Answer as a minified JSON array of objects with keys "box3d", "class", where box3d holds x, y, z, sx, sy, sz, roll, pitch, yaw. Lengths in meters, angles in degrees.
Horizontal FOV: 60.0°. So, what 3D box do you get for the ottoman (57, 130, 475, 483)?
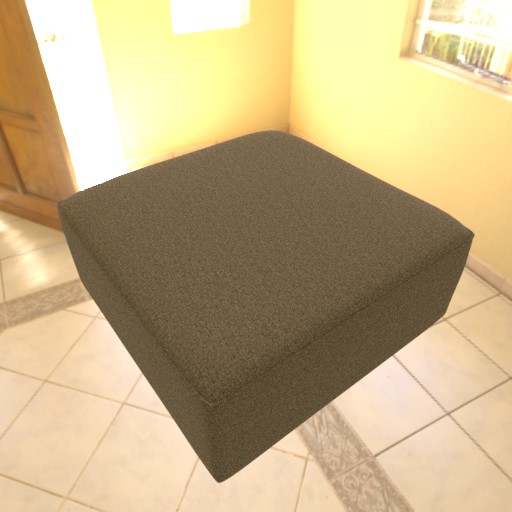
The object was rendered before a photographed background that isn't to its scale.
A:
[{"box3d":[0.000,0.000,1.563,1.015,0.464,1.005,-26,46,-28],"class":"ottoman"}]
